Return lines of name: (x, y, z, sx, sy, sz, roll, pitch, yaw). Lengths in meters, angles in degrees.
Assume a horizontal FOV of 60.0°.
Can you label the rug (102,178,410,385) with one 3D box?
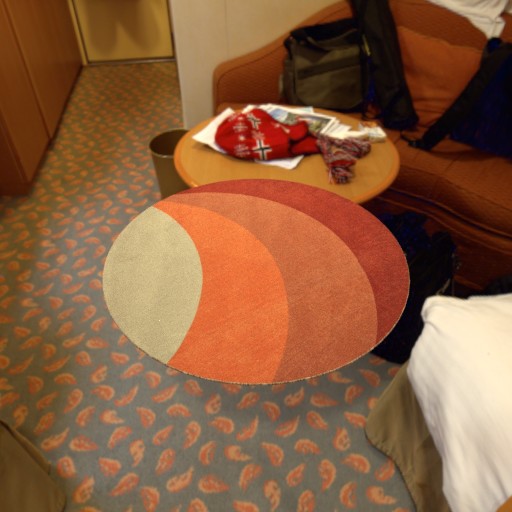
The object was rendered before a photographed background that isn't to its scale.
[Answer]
rug: (0.000, 0.000, 2.260, 1.514, 0.015, 1.514, 0, 40, 0)
